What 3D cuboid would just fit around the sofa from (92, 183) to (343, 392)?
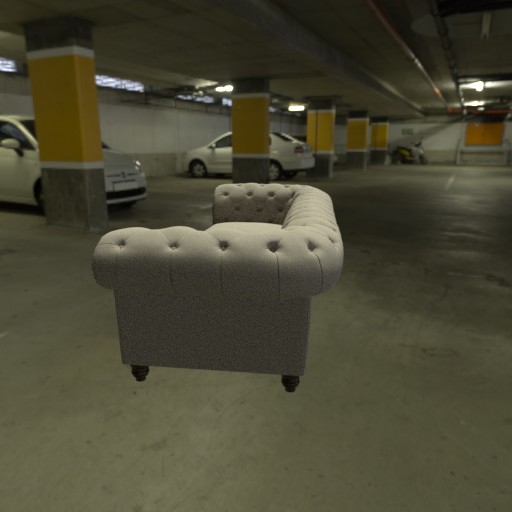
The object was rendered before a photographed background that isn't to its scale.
[{"bbox_3d":[0.000,0.000,2.835,0.991,0.749,2.411,2,14,7],"label":"sofa"}]
